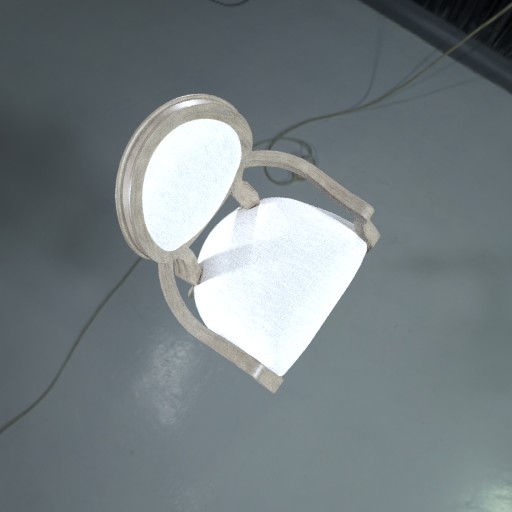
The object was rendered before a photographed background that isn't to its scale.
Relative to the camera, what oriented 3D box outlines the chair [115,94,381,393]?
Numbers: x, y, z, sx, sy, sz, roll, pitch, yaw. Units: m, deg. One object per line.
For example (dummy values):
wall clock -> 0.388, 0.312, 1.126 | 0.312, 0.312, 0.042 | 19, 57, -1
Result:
chair -> 0.000, 0.000, 1.379 | 0.602, 0.991, 0.611 | 35, 79, 8
